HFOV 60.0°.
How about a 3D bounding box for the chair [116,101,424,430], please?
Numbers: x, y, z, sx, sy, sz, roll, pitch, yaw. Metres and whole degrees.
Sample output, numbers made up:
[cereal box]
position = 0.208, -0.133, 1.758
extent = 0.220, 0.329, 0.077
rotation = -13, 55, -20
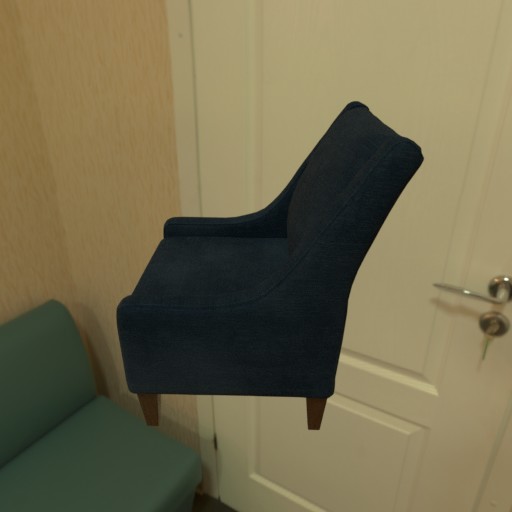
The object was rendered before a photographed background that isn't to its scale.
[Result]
[chair]
position = 0.000, 0.000, 1.652
extent = 0.870, 1.014, 0.774
rotation = 1, 27, 2
